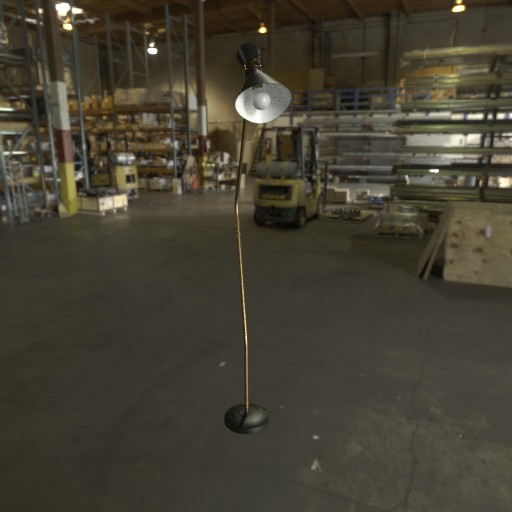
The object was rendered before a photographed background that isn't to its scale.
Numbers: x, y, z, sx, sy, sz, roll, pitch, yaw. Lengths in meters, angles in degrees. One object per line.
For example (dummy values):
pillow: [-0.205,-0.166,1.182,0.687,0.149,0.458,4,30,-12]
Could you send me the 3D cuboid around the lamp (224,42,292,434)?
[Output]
lamp: [0.000,0.000,1.646,0.277,1.438,0.467,3,14,10]
